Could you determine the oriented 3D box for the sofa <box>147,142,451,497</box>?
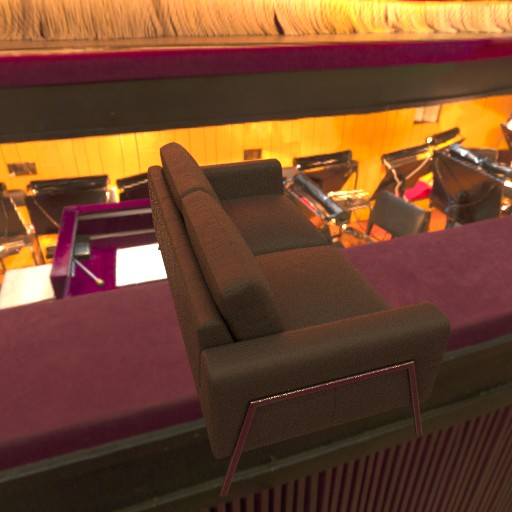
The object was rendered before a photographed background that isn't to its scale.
[{"bbox_3d":[0.000,0.000,2.452,0.953,0.875,2.017,-9,32,-15],"label":"sofa"}]
